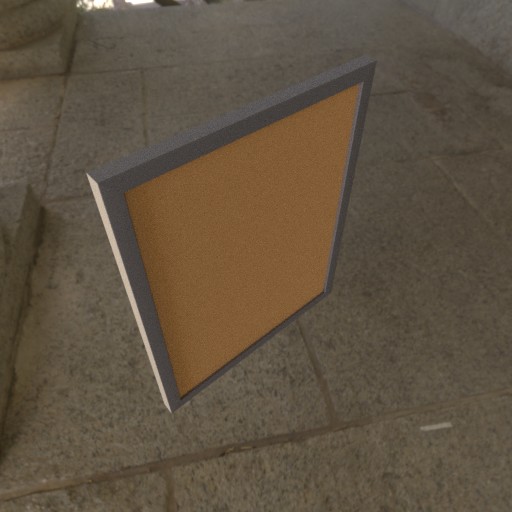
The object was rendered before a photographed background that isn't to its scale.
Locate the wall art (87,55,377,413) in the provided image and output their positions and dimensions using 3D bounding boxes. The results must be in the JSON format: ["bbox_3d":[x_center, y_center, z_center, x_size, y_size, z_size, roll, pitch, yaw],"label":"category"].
[{"bbox_3d":[0.000,0.000,0.772,0.458,0.558,0.029,-32,55,-27],"label":"wall art"}]
